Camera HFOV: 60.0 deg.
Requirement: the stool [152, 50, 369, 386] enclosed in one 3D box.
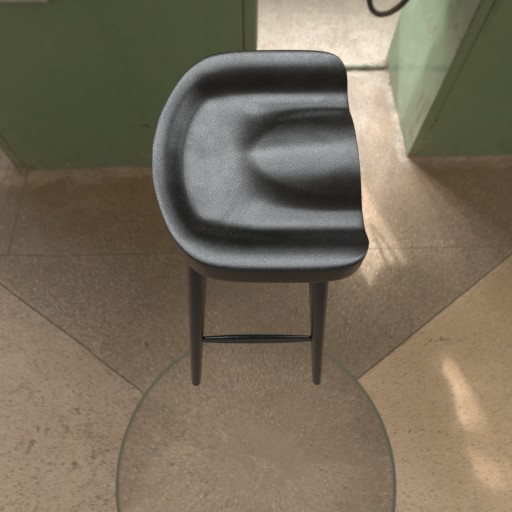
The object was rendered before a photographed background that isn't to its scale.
[{"bbox_3d":[0.000,0.000,0.985,0.361,0.749,0.440,0,64,0],"label":"stool"}]
